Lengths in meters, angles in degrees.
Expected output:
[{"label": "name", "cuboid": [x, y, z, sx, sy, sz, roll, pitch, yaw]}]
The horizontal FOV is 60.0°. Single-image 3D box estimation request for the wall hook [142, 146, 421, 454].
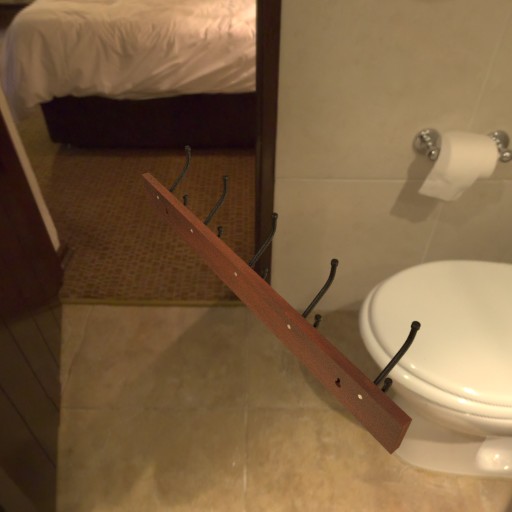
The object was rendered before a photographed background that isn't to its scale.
[{"label": "wall hook", "cuboid": [0.000, 0.000, 0.616, 0.071, 0.117, 0.571, -26, 48, -26]}]
